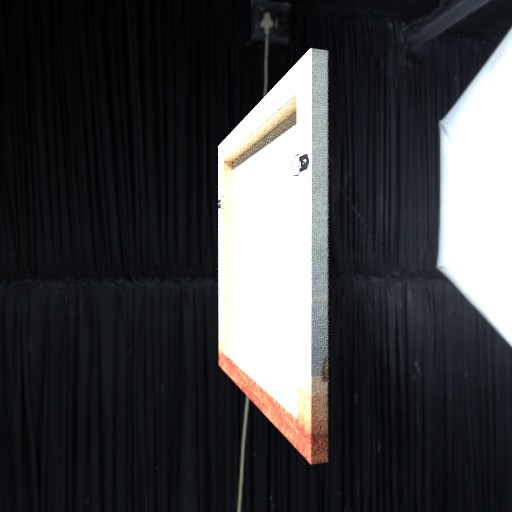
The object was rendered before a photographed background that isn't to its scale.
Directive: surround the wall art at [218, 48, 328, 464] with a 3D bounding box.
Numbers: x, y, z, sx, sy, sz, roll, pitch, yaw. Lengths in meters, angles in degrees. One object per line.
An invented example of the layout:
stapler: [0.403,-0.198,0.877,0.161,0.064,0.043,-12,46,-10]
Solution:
wall art: [0.000,0.000,1.175,0.042,0.760,0.760,0,0,-18]
